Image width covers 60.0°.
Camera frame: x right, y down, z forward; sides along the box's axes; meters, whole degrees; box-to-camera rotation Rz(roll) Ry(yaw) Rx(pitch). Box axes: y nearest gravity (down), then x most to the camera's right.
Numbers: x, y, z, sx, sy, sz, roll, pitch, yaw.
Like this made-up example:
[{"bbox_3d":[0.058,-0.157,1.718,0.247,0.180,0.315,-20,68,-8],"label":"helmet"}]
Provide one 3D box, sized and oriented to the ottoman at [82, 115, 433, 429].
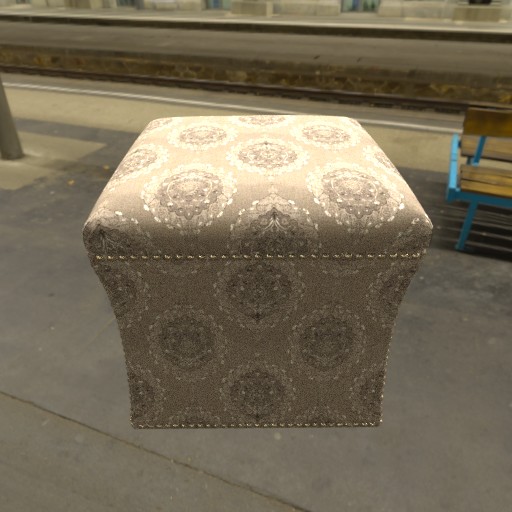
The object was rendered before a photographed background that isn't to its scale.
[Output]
[{"bbox_3d":[0.000,0.000,0.901,0.497,0.473,0.507,0,32,0],"label":"ottoman"}]
